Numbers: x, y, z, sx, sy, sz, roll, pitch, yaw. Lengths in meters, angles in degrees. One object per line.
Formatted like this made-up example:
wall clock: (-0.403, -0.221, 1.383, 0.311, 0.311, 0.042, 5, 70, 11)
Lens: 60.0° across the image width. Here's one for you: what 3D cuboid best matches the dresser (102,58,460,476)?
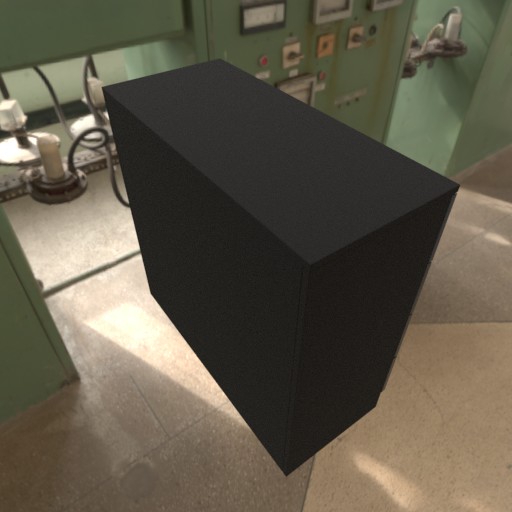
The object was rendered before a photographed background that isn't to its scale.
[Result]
dresser: (0.000, 0.000, 1.144, 0.360, 0.720, 0.750, -26, 49, -26)
